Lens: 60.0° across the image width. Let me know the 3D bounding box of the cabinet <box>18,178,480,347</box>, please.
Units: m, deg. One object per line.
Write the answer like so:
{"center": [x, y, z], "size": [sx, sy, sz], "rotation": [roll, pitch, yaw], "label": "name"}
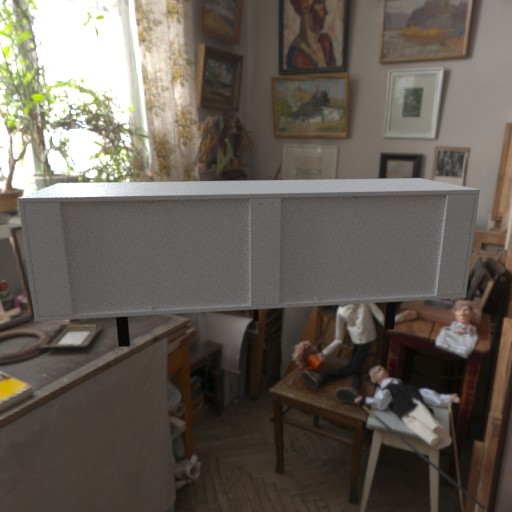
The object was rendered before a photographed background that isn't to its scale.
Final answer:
{"center": [0.000, 0.000, 1.700], "size": [1.499, 0.533, 0.431], "rotation": [-2, 15, -8], "label": "cabinet"}
